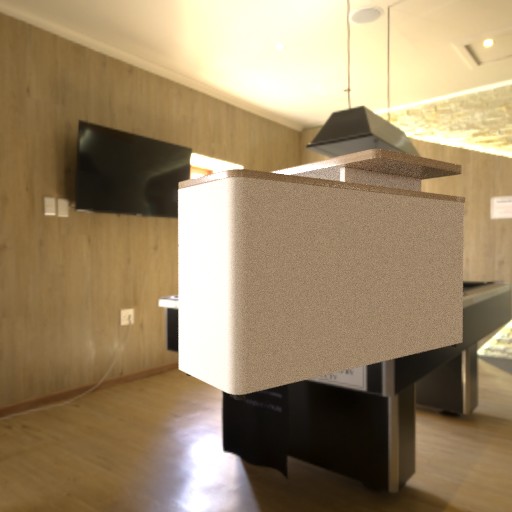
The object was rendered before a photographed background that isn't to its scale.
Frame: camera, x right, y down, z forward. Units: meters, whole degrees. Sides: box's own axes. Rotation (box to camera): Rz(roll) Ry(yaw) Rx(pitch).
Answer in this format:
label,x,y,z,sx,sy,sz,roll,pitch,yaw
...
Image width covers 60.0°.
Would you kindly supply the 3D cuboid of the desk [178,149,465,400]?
label,x,y,z,sx,sy,sz,roll,pitch,yaw
desk,0.000,0.000,2.101,1.175,0.770,1.400,-1,1,-36
